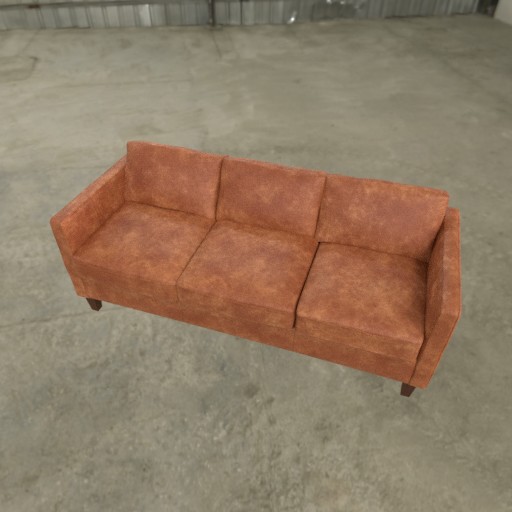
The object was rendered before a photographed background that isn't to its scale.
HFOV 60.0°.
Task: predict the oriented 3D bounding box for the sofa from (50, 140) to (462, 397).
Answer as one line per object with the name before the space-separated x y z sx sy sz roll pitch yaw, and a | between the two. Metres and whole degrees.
sofa | 0.000 0.000 2.995 2.464 1.006 1.045 12 42 14
